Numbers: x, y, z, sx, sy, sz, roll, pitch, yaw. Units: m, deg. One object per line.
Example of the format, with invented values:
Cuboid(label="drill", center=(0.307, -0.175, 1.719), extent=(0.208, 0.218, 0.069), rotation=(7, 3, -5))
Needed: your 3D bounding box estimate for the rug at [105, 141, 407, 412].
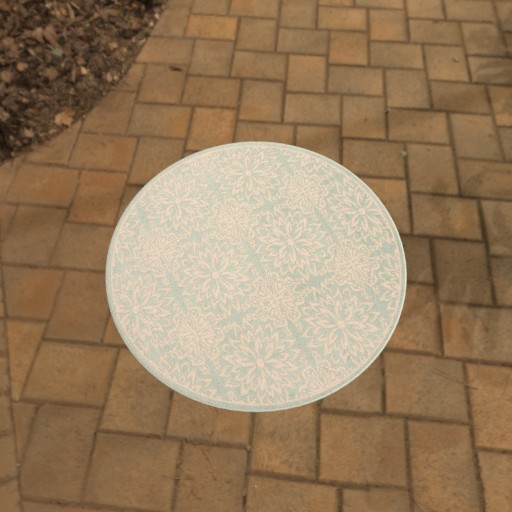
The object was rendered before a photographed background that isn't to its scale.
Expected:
Cuboid(label="rug", center=(0.000, 0.000, 2.371), extent=(1.593, 0.012, 1.593), rotation=(0, 63, 0))
